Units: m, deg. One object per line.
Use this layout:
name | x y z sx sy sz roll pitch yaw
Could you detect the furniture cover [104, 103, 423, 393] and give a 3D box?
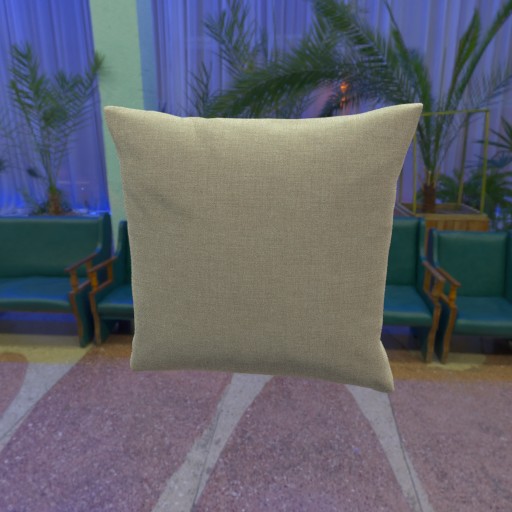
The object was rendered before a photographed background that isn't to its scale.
furniture cover | 0.000 0.000 0.782 0.517 0.508 0.158 2 17 8
